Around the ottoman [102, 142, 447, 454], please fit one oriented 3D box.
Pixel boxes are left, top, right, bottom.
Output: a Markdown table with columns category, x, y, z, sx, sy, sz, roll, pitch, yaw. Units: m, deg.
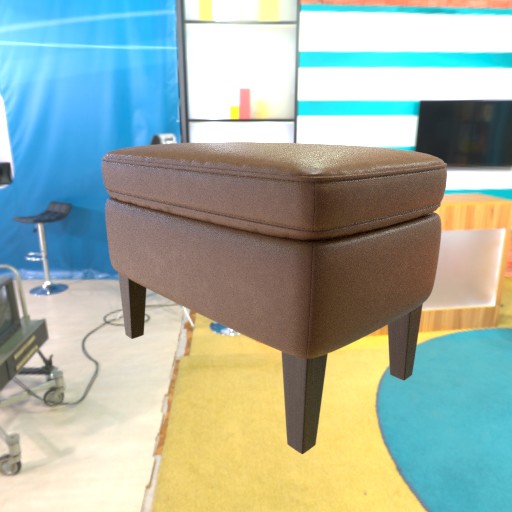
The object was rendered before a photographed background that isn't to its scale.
| category | x | y | z | sx | sy | sz | roll | pitch | yaw |
| --- | --- | --- | --- | --- | --- | --- | --- | --- | --- |
| ottoman | 0.000 | 0.000 | 0.970 | 0.420 | 0.480 | 0.670 | -14 | 21 | -41 |
